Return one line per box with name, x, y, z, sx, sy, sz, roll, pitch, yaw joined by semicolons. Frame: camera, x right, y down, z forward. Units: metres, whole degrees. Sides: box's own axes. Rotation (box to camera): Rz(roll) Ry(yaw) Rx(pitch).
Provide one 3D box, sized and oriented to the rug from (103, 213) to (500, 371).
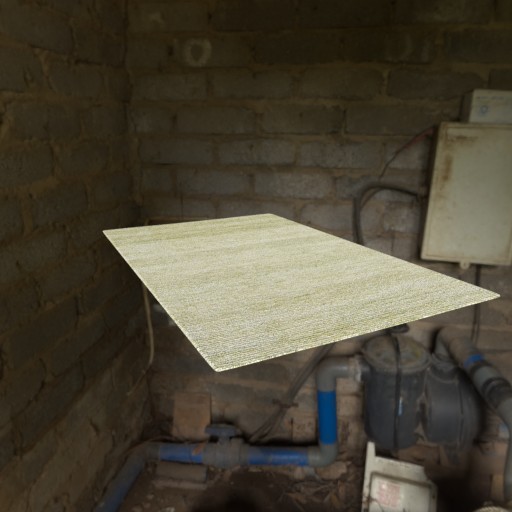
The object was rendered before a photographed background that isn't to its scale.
rug;0.000;0.000;2.130;1.143;0.010;1.758;-8;19;-26
